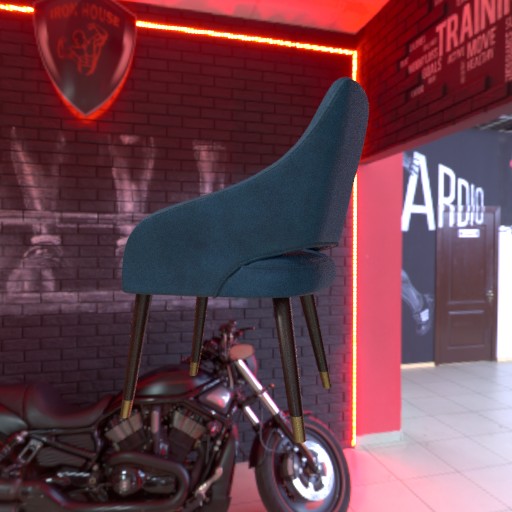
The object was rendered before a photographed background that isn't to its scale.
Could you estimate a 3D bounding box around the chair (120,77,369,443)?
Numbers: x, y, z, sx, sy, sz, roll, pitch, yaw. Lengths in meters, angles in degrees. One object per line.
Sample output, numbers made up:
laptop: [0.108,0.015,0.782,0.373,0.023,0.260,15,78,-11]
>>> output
chair: [0.000,0.000,1.622,0.794,1.081,0.683,0,1,18]
